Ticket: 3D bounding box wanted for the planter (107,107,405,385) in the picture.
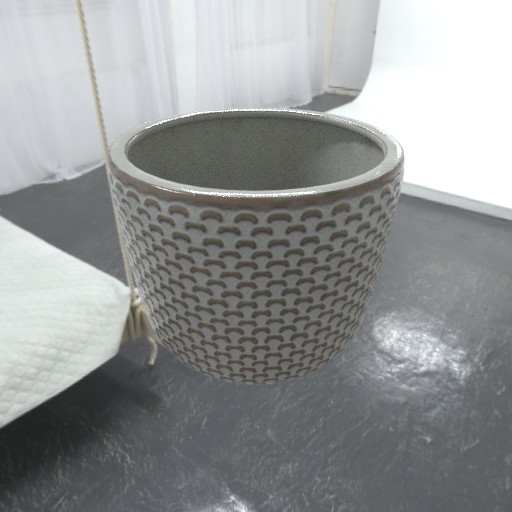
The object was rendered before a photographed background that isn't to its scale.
[{"bbox_3d":[0.000,0.000,0.245,0.139,0.130,0.139,0,31,0],"label":"planter"}]
